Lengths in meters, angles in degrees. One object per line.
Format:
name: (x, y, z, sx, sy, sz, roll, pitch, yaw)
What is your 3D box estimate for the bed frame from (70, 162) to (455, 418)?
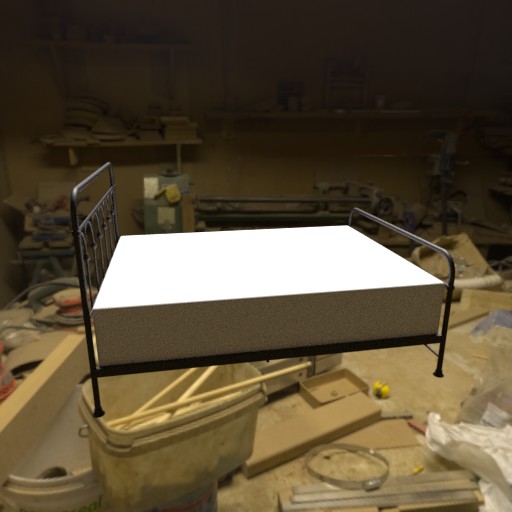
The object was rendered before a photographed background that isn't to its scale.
bed frame: (0.000, 0.000, 3.280, 2.203, 1.276, 1.664, -3, 18, -10)
